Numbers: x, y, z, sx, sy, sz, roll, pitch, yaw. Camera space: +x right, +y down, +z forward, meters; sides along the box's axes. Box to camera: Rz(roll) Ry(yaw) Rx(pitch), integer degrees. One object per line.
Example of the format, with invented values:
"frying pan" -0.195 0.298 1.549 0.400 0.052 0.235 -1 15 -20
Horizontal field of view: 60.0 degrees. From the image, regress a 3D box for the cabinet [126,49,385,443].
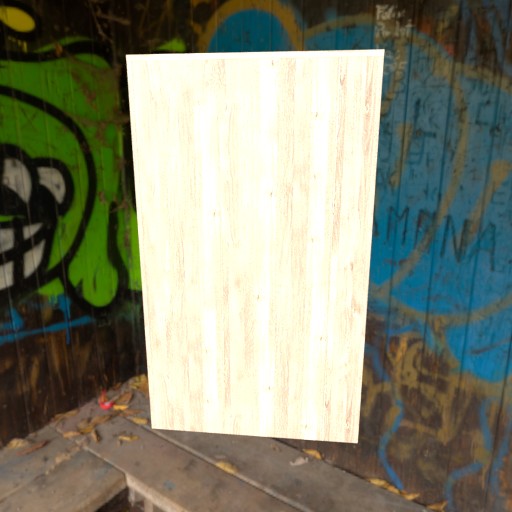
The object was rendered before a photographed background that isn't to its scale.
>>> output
"cabinet" 0.000 0.000 1.561 0.750 1.280 0.250 2 15 6
